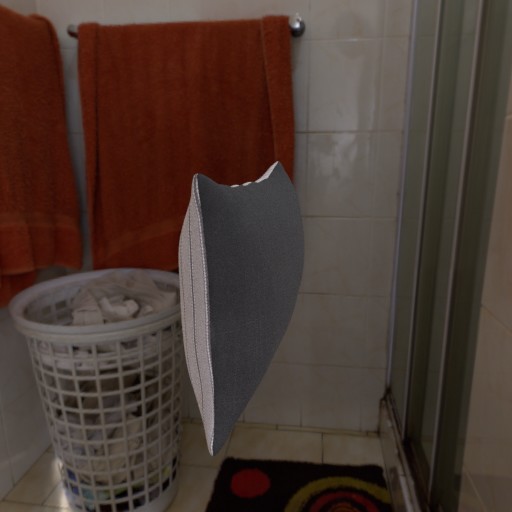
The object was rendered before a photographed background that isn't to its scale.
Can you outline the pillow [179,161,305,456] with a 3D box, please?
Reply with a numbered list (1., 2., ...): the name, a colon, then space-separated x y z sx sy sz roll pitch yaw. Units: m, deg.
1. pillow: 0.000 0.000 0.729 0.151 0.305 0.609 2 14 10
